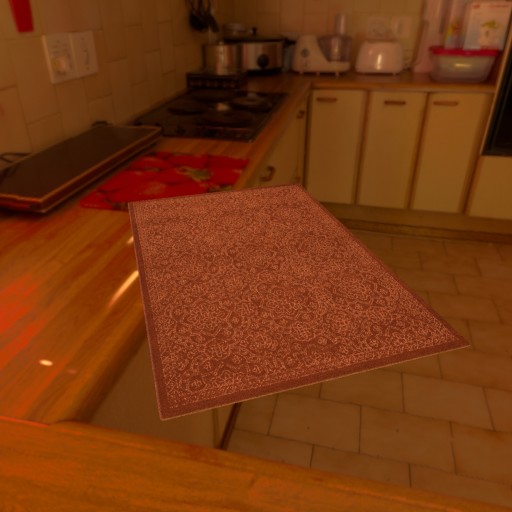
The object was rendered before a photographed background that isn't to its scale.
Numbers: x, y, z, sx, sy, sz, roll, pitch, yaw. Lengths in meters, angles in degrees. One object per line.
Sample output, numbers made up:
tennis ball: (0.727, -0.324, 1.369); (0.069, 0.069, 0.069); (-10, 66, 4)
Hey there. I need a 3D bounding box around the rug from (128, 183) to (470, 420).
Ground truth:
rug: (0.000, 0.000, 2.352); (1.219, 0.010, 1.829); (-9, 32, -15)
